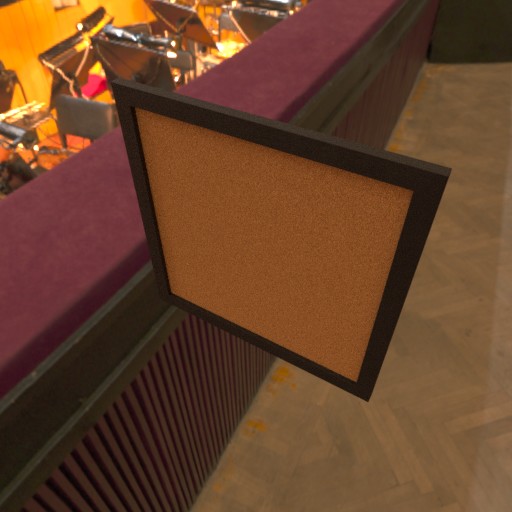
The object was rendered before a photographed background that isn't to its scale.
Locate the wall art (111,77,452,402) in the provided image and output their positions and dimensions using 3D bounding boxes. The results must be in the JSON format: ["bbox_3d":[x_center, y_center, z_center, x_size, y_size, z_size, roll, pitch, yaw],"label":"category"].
[{"bbox_3d":[0.000,0.000,1.535,1.016,1.016,0.038,22,48,22],"label":"wall art"}]
